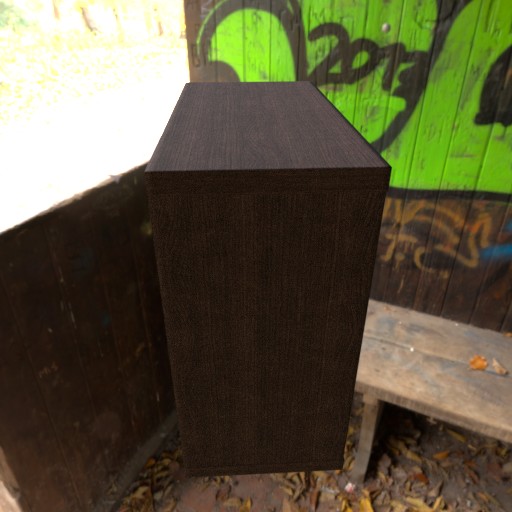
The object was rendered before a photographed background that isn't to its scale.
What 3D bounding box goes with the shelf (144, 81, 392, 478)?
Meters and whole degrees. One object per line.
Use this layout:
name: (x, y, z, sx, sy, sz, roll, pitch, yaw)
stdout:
shelf: (0.000, 0.000, 1.235, 0.390, 0.786, 0.790, -2, 31, -3)
